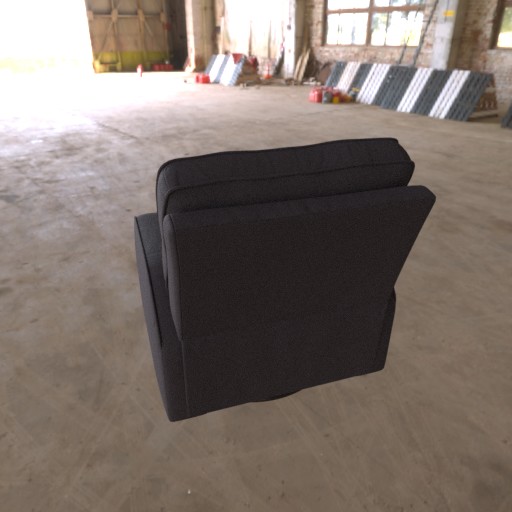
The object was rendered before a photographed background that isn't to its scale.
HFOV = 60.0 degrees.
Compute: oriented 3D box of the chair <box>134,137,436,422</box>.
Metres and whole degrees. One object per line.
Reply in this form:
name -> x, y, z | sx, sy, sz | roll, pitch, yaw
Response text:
chair -> 0.000, 0.000, 1.683 | 0.861, 0.962, 0.964 | -9, 28, -16
